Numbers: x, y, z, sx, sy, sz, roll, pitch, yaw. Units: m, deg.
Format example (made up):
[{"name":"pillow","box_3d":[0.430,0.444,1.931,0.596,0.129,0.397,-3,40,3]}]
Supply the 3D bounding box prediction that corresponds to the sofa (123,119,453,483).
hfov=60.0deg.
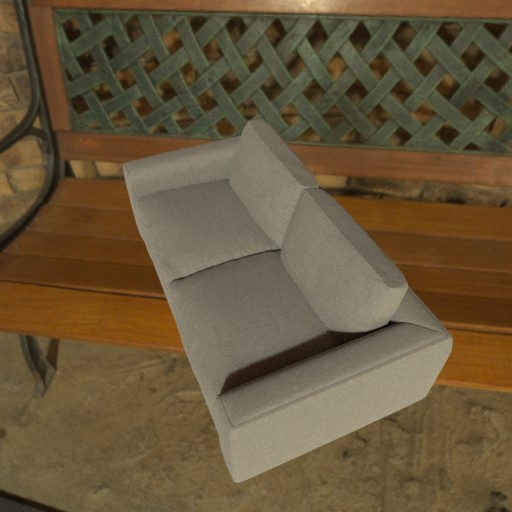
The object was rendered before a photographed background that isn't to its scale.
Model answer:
[{"name":"sofa","box_3d":[0.000,0.000,2.456,1.069,0.800,1.920,-17,48,-16]}]
